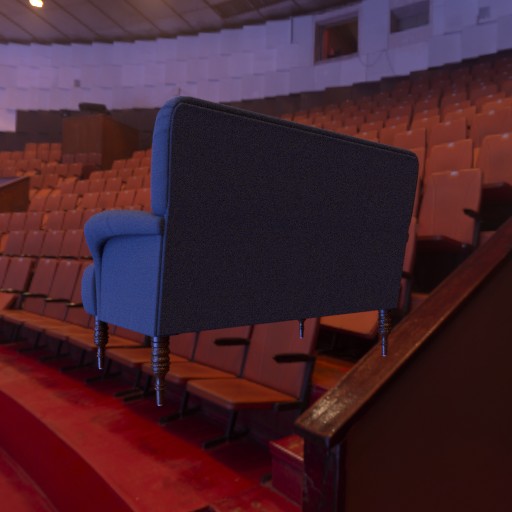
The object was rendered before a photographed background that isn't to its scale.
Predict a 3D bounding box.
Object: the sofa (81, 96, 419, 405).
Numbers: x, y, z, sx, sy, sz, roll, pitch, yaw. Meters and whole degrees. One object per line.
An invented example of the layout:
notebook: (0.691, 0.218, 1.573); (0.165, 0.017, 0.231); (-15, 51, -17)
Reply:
sofa: (0.000, 0.000, 1.839); (1.297, 0.889, 0.779); (0, 0, -37)
